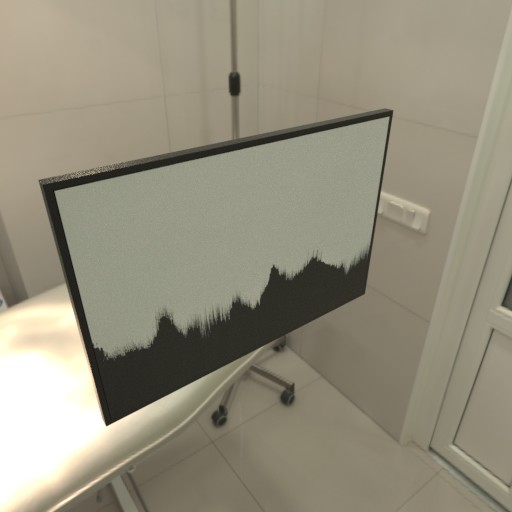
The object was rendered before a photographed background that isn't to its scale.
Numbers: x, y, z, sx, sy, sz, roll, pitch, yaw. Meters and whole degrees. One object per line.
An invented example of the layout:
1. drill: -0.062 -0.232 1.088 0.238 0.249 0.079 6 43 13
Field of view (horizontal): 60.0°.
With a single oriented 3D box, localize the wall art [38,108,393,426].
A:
1. wall art: 0.000 0.000 0.828 0.659 0.446 0.022 -21 37 -31
